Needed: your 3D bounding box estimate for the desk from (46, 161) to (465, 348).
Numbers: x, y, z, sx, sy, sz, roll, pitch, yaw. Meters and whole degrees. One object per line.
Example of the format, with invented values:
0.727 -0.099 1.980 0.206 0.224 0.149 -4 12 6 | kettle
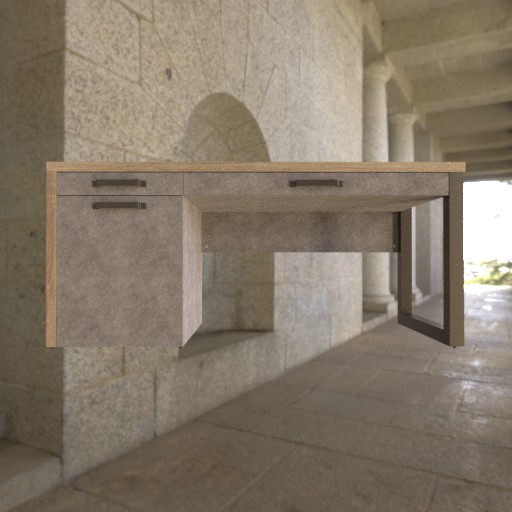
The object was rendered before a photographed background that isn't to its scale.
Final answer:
0.000 0.000 2.114 1.700 0.760 0.690 0 0 0 | desk
